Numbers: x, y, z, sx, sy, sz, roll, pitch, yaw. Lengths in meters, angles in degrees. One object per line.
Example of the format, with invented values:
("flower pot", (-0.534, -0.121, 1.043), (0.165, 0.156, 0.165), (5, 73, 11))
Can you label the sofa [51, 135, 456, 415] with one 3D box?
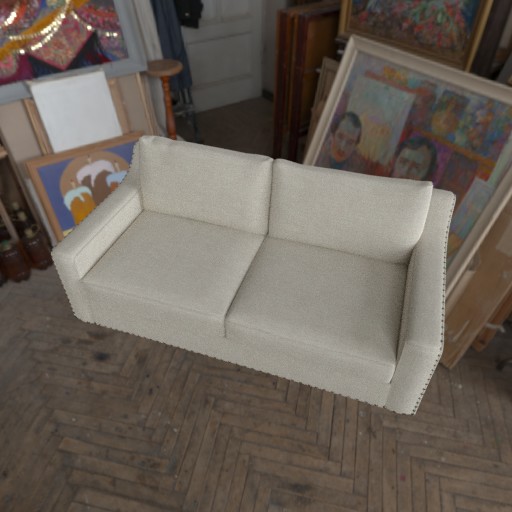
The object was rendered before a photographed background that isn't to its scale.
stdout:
("sofa", (0.000, 0.000, 2.680), (2.107, 0.983, 1.104), (13, 43, 14))
